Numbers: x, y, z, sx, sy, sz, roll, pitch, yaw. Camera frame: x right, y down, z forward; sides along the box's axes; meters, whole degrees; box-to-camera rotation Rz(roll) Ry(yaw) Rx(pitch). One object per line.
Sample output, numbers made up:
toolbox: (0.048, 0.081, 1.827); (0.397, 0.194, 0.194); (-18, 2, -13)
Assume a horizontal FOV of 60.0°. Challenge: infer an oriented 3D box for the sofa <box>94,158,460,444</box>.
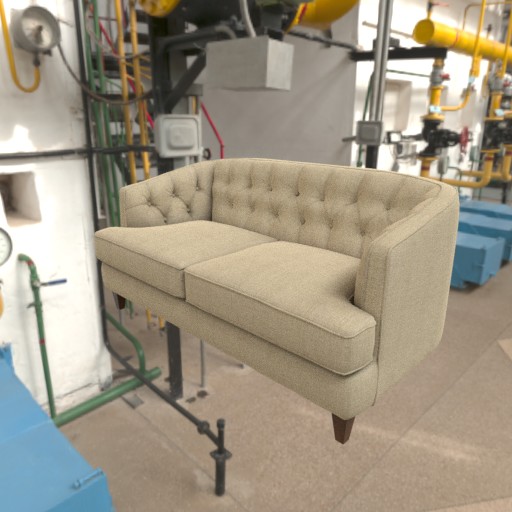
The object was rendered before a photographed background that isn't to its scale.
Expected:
sofa: (0.000, 0.000, 2.216); (0.941, 0.855, 1.733); (-17, 24, -42)
